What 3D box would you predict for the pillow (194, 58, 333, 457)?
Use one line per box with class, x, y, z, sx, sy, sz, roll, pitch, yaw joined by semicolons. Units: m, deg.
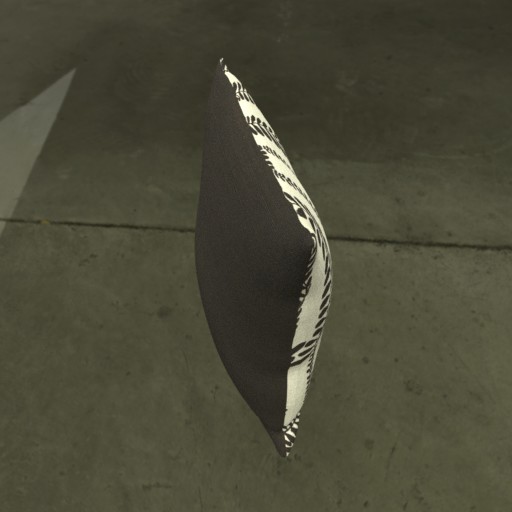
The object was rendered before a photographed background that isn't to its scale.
pillow;0.000;0.000;0.670;0.182;0.441;0.440;-10;46;-10
